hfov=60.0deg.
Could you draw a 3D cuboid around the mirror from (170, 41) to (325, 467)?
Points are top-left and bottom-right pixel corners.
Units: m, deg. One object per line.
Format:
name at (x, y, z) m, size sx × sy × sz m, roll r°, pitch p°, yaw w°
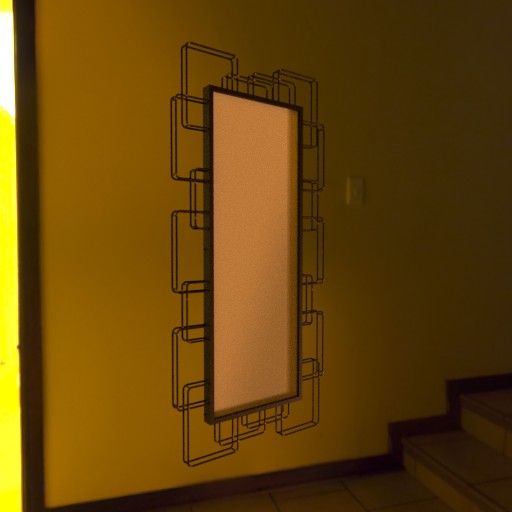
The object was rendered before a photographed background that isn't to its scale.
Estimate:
mirror at (0.000, 0.000, 1.392) m, size 0.565 × 1.192 × 0.037 m, roll -1°, pitch 2°, yaw -36°
